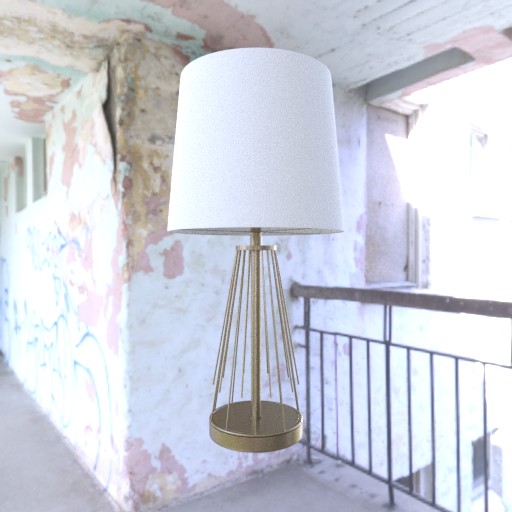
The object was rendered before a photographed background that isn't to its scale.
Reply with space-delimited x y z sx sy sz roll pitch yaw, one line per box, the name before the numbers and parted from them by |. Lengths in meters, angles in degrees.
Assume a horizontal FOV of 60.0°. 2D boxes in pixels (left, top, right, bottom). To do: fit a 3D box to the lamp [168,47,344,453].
lamp | 0.000 0.000 0.774 0.303 0.618 0.303 0 0 0
